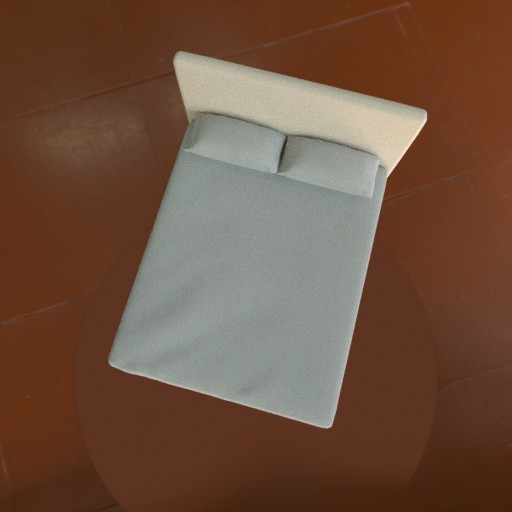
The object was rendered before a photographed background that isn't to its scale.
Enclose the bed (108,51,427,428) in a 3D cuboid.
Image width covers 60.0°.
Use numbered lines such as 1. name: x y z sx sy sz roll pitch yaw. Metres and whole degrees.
1. bed: 0.000 0.000 3.241 1.748 1.330 2.142 15 77 4
